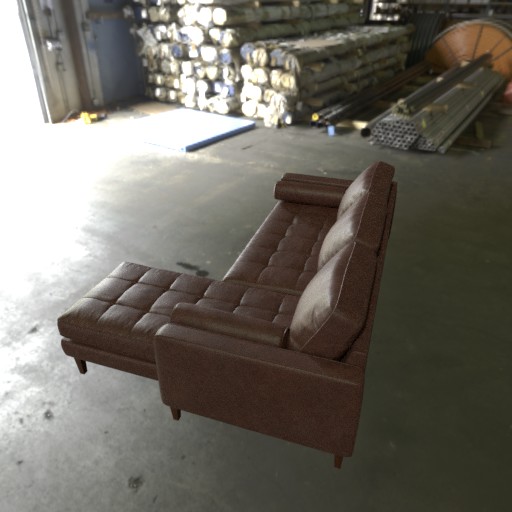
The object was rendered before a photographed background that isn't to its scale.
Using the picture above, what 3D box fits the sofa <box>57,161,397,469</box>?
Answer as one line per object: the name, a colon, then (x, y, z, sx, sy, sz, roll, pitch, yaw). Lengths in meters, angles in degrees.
sofa: (0.000, 0.000, 2.885, 1.613, 0.841, 2.185, 10, 32, 16)
